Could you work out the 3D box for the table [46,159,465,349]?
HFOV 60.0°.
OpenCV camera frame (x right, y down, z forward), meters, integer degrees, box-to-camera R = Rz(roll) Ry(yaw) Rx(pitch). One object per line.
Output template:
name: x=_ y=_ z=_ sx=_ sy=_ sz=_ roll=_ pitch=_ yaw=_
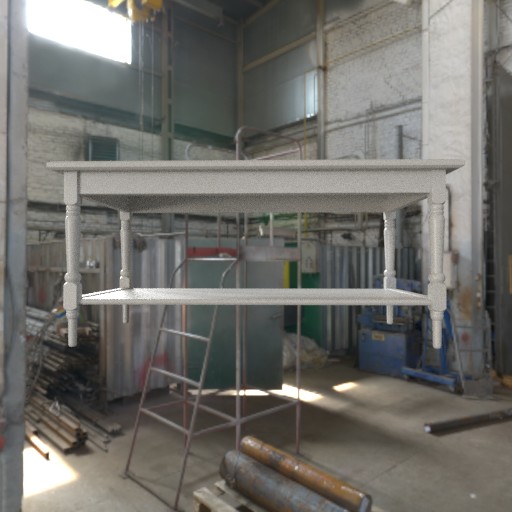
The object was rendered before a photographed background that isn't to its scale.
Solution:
table: x=0.000 y=0.000 z=1.445 sx=1.109 sy=0.506 sz=0.551 roll=0 pitch=-1 yaw=1
